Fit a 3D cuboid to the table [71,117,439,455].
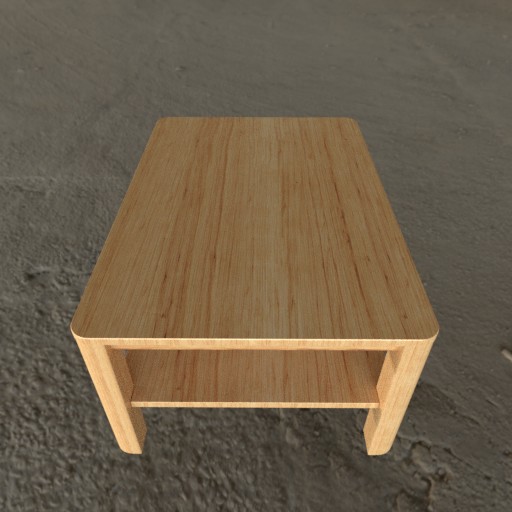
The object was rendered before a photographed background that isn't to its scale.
[{"bbox_3d":[0.000,0.000,1.332,0.696,0.445,0.997,0,40,0],"label":"table"}]
